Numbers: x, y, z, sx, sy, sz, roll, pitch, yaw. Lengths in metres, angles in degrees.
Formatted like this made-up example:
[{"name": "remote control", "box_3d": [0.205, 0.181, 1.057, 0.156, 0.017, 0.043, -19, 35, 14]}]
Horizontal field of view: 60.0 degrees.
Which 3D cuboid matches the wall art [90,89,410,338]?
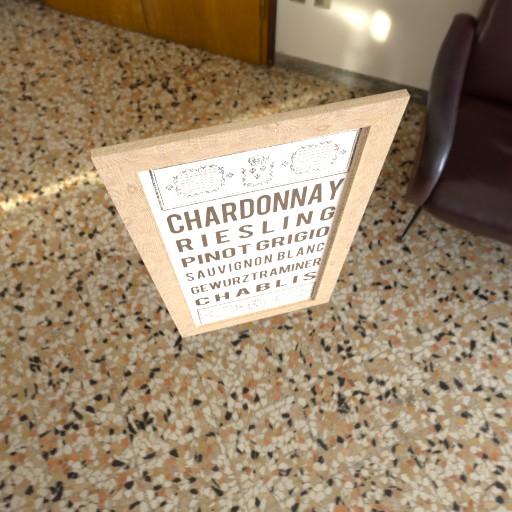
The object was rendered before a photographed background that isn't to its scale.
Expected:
[{"name": "wall art", "box_3d": [0.000, 0.000, 0.819, 0.381, 0.683, 0.013, -13, 64, -7]}]
